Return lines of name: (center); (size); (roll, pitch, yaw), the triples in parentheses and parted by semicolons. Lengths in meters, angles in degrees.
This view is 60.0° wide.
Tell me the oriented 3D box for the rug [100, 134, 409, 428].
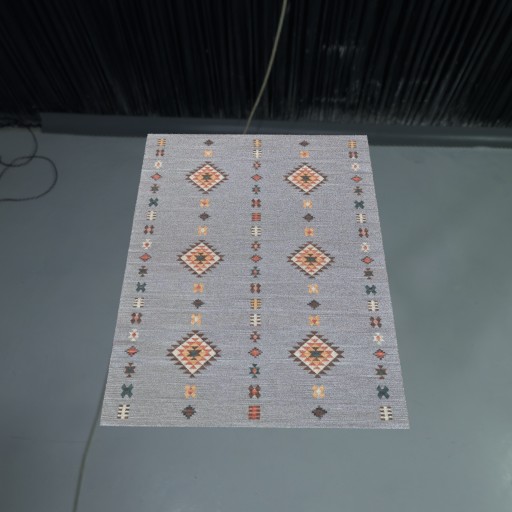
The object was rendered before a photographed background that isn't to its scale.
rug: (0.000, 0.000, 4.181); (2.425, 0.008, 3.035); (0, 62, 0)
